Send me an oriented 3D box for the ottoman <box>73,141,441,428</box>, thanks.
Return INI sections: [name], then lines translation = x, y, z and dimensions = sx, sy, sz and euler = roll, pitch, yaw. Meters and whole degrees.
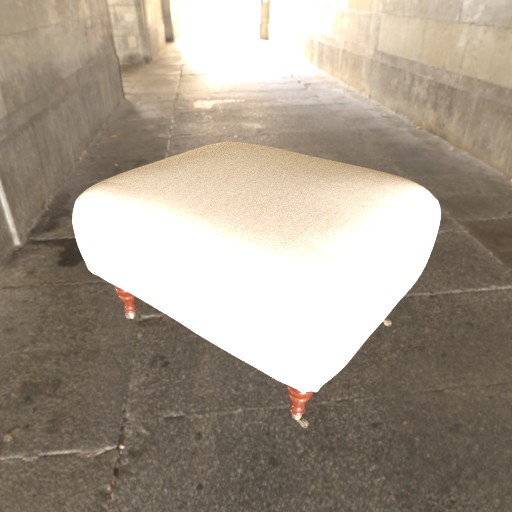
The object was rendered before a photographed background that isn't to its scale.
[ottoman]
translation = 0.000, 0.000, 1.148
dimensions = 0.747, 0.450, 0.622
euler = 22, 37, 32
